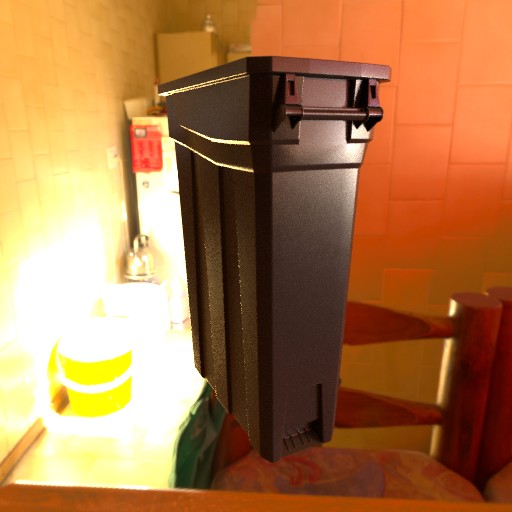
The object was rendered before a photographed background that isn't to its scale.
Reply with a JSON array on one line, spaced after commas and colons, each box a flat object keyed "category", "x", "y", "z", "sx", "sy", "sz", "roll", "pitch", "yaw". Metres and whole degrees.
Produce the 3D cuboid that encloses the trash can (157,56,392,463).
[{"category": "trash can", "x": 0.000, "y": 0.000, "z": 1.017, "sx": 0.281, "sy": 0.762, "sz": 0.559, "roll": -8, "pitch": 18, "yaw": -26}]
